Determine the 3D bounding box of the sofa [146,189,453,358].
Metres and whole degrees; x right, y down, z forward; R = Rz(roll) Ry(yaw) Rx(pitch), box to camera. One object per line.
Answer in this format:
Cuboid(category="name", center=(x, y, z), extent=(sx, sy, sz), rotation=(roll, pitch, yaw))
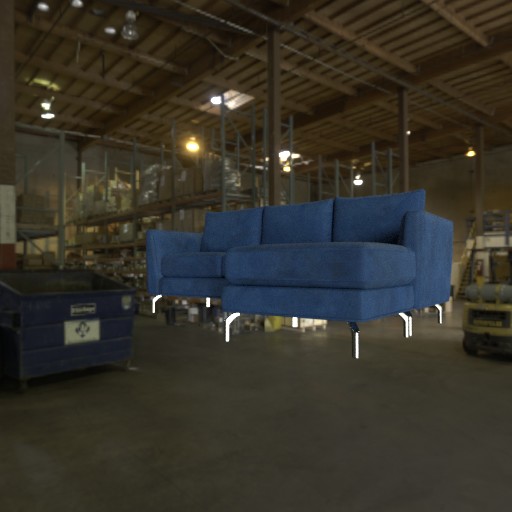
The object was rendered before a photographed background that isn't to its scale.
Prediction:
Cuboid(category="sofa", center=(0.000, 0.000, 3.323), extent=(2.438, 0.987, 1.622), rotation=(-1, -2, 36))
